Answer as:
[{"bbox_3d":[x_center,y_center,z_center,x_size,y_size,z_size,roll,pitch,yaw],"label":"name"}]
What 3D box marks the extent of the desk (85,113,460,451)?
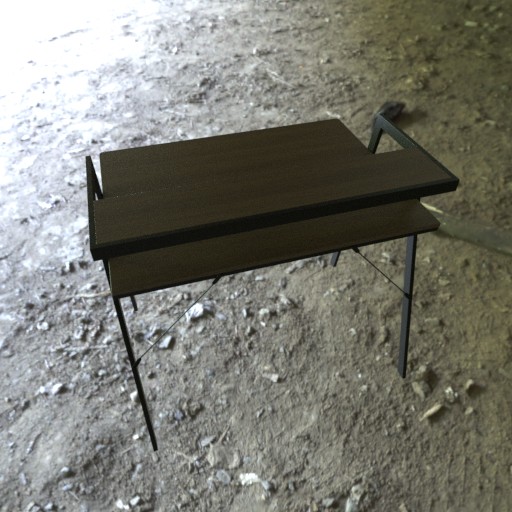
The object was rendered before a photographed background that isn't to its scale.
[{"bbox_3d":[0.000,0.000,1.889,1.143,0.998,0.936,-12,44,-12],"label":"desk"}]
